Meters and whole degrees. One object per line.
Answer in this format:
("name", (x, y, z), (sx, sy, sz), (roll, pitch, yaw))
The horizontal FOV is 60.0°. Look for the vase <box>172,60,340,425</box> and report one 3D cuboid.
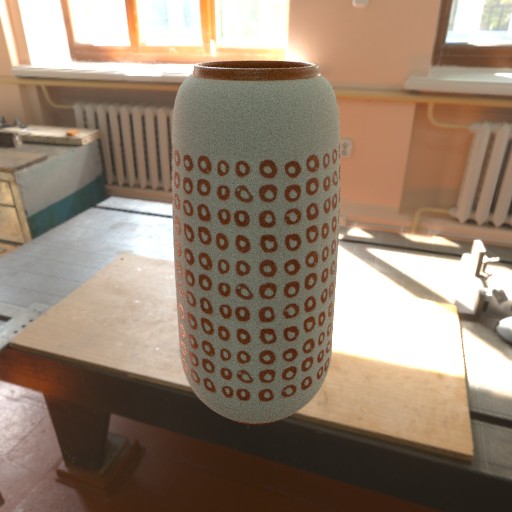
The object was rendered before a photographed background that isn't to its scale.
("vase", (0.000, 0.000, 0.354), (0.133, 0.282, 0.133), (0, 27, 0))
